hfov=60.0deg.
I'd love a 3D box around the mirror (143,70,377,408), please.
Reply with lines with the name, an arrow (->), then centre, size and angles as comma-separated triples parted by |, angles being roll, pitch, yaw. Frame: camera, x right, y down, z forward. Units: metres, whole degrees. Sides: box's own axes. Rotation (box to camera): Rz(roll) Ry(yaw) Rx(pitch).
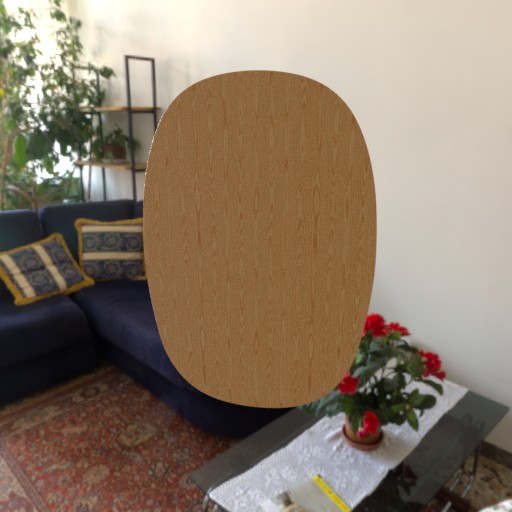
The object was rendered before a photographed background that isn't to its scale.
mirror -> 0.000, 0.000, 1.387 | 0.724, 1.075, 0.037 | 3, 17, 9
